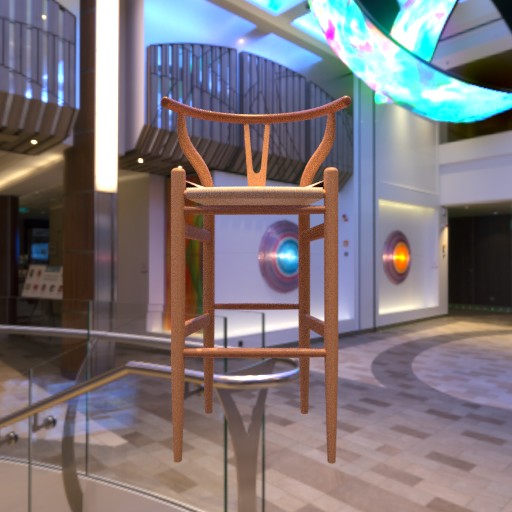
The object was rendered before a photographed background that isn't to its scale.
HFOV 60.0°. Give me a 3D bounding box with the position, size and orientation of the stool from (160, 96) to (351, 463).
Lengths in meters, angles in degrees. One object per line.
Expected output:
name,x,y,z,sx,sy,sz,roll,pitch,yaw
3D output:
stool,0.000,0.000,1.401,0.574,1.068,0.561,0,-1,1
